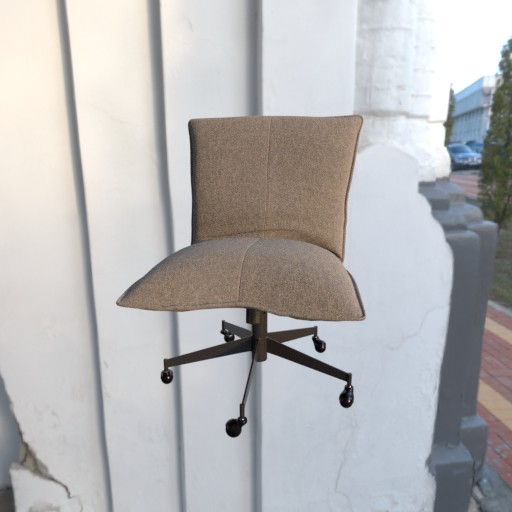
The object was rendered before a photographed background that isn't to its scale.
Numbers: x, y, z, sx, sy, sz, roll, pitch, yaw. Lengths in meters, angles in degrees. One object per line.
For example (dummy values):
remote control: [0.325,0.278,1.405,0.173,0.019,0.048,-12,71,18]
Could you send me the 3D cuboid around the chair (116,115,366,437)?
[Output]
chair: [0.000,0.000,1.282,0.597,0.811,0.696,3,15,10]
